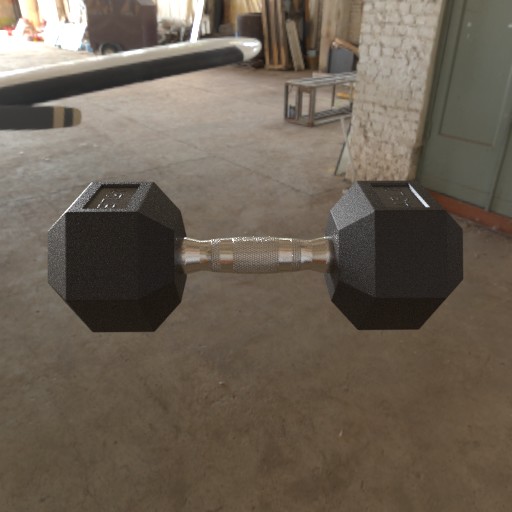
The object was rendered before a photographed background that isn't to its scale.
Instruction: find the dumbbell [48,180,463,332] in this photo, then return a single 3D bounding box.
[{"bbox_3d":[0.000,0.000,0.417,0.356,0.123,0.141,0,29,-1],"label":"dumbbell"}]
